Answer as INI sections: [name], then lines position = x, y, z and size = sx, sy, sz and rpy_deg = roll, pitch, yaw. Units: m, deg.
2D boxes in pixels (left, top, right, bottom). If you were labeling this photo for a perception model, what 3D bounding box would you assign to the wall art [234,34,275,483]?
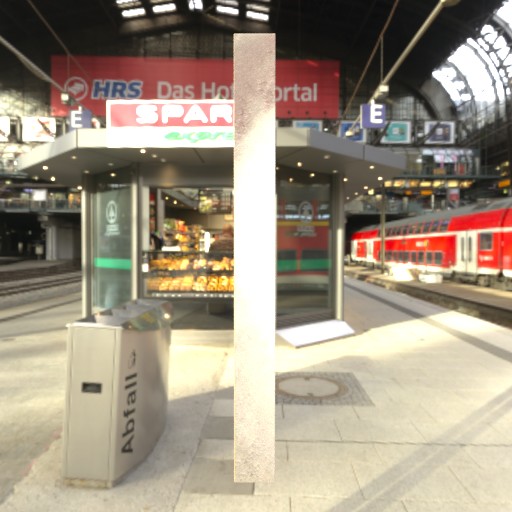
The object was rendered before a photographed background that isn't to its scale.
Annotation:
[wall art]
position = 0.000, 0.000, 0.451
size = 0.028, 0.303, 0.303
rpy_deg = 0, 1, 0
